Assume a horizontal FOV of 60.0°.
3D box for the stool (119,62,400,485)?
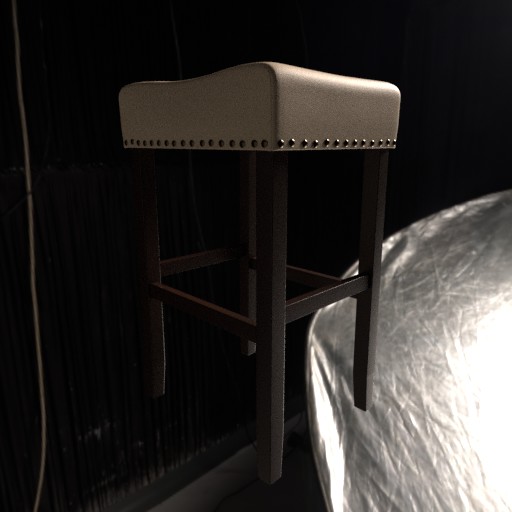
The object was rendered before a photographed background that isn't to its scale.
[{"bbox_3d":[0.000,0.000,1.038,0.401,0.762,0.471,-14,20,-43],"label":"stool"}]
